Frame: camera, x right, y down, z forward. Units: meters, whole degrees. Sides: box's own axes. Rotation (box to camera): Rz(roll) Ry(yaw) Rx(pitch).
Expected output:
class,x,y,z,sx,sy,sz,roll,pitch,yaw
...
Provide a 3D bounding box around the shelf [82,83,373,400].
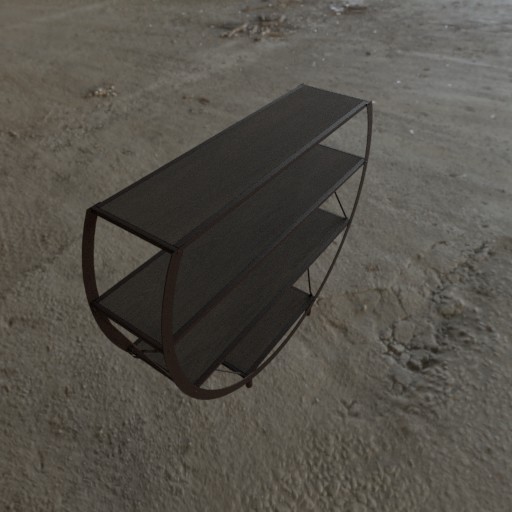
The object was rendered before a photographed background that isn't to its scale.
class,x,y,z,sx,sy,sz,roll,pitch,yaw
shelf,0.000,0.000,1.932,0.344,1.063,1.403,25,47,26
